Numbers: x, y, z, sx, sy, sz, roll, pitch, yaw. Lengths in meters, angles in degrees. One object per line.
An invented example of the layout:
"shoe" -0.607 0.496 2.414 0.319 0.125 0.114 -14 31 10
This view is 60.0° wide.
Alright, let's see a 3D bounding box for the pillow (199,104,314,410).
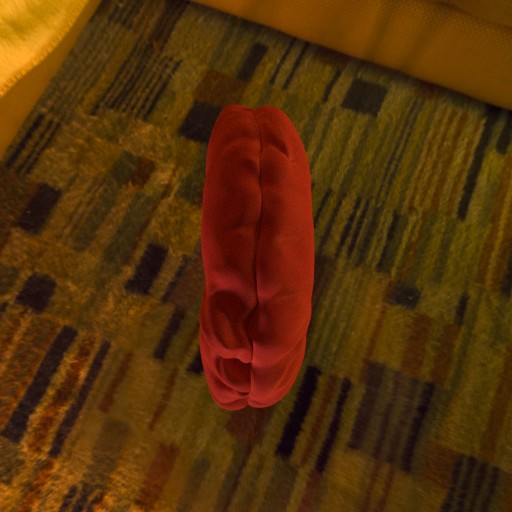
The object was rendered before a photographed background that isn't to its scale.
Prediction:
"pillow" 0.000 0.000 0.647 0.148 0.407 0.428 2 73 1
